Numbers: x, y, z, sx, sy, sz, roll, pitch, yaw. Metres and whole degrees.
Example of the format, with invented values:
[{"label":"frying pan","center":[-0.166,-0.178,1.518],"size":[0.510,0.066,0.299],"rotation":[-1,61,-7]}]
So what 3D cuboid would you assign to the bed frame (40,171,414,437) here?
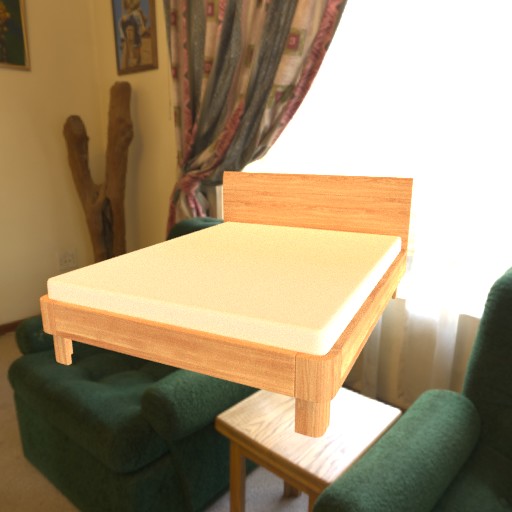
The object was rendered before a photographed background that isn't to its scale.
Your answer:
[{"label":"bed frame","center":[0.000,0.000,2.933],"size":[1.660,0.940,2.092],"rotation":[7,16,25]}]
